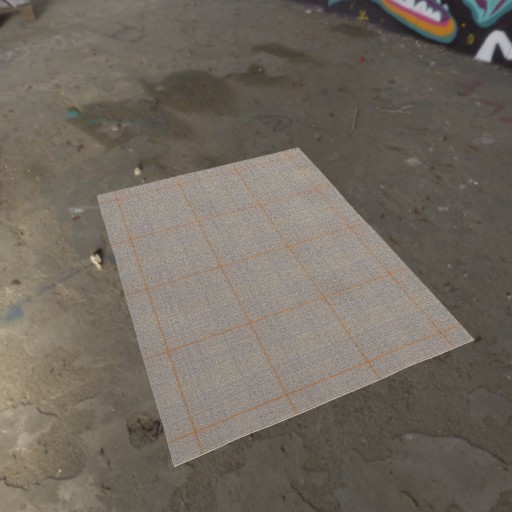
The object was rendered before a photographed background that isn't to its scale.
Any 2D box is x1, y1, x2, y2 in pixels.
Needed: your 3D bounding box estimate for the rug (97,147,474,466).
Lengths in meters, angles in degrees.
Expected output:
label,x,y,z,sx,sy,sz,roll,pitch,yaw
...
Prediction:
label,x,y,z,sx,sy,sz,roll,pitch,yaw
rug,0.000,0.000,4.139,2.448,0.021,3.051,-17,48,-16
